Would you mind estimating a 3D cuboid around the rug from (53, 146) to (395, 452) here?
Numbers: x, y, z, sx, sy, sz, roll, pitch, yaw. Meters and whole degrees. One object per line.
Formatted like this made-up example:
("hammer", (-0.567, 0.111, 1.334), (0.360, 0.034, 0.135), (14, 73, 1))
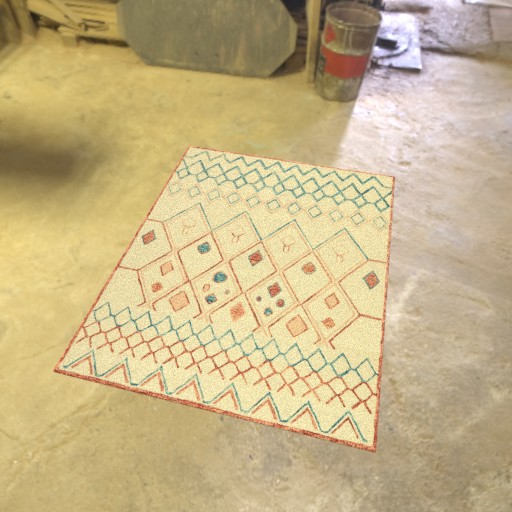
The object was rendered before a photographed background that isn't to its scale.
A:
("rug", (0.000, 0.000, 4.172), (2.441, 0.016, 3.050), (11, 49, 9))
